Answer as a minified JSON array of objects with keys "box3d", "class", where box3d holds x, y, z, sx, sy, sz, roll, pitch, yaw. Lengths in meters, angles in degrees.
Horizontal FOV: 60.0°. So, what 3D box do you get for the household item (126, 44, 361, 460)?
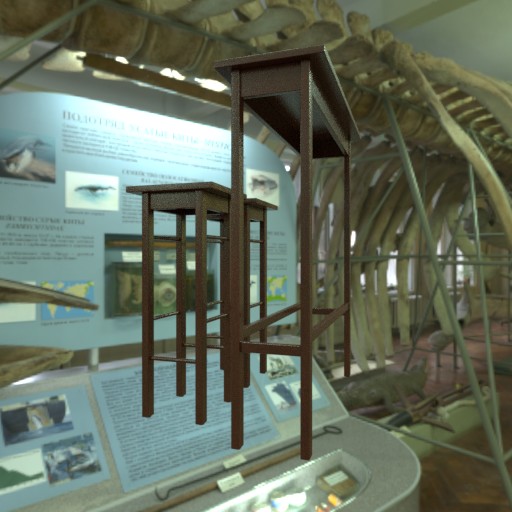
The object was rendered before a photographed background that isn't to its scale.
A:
[{"box3d":[0.000,0.000,1.655,0.676,1.067,0.914,0,0,19],"class":"household item"}]
